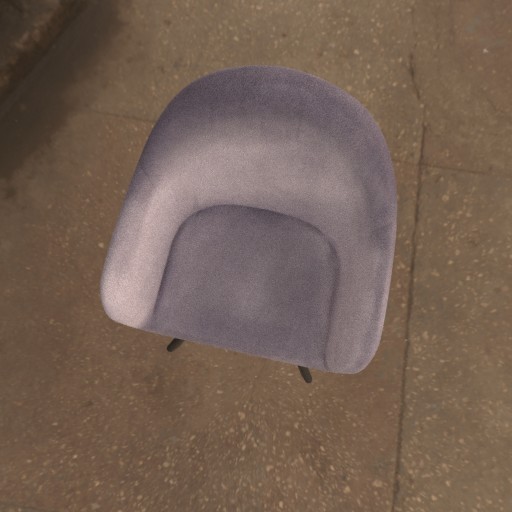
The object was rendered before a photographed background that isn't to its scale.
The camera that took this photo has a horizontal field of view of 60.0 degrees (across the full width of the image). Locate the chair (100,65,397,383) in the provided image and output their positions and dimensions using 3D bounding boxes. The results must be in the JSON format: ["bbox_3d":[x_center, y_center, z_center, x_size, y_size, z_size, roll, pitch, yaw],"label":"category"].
[{"bbox_3d":[0.000,0.000,1.112,0.570,0.780,0.540,12,75,3],"label":"chair"}]
